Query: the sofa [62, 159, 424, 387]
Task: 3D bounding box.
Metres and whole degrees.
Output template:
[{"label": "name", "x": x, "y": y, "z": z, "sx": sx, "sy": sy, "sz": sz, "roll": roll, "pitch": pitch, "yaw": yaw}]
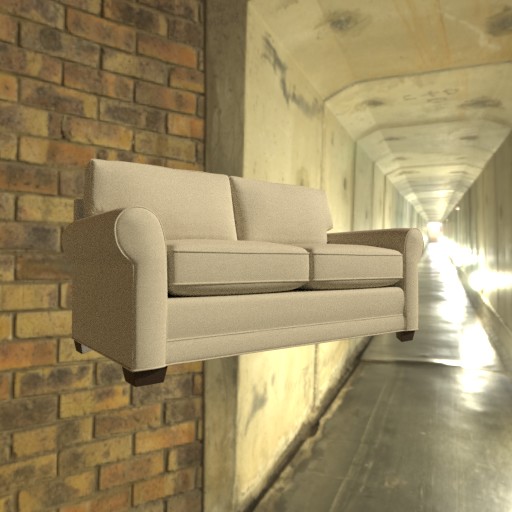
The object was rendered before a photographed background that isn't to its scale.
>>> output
[{"label": "sofa", "x": 0.000, "y": 0.000, "z": 2.320, "sx": 1.774, "sy": 0.933, "sz": 0.861, "roll": 1, "pitch": -1, "yaw": -36}]
